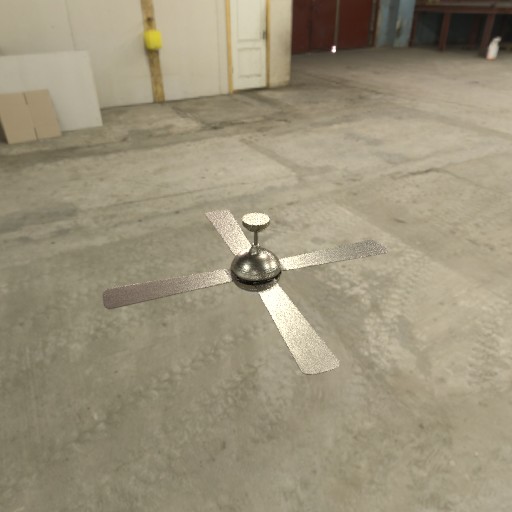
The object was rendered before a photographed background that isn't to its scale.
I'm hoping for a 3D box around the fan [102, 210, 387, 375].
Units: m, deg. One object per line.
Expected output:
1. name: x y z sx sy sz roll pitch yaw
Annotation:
1. fan: 0.000 0.000 2.045 1.321 0.381 1.321 0 31 1
